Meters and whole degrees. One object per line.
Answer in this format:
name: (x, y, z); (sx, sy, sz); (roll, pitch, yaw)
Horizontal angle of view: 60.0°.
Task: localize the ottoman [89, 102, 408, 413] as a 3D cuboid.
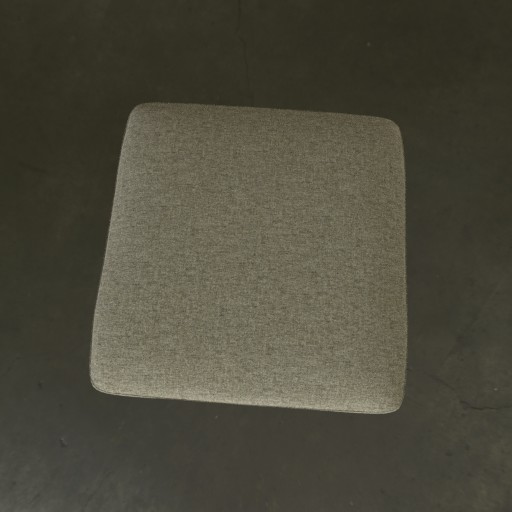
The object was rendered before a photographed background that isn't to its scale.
ottoman: (0.000, 0.000, 1.656); (1.035, 0.526, 1.039); (4, 76, 1)
